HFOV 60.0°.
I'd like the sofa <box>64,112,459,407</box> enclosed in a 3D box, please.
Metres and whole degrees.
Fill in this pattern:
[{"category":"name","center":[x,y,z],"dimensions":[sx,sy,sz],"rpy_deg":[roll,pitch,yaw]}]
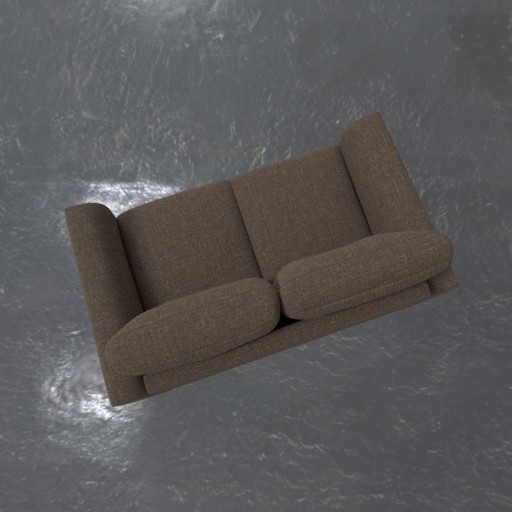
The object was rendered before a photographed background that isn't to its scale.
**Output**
[{"category":"sofa","center":[0.000,0.000,1.969],"dimensions":[1.423,0.885,0.851],"rpy_deg":[-18,77,-4]}]
